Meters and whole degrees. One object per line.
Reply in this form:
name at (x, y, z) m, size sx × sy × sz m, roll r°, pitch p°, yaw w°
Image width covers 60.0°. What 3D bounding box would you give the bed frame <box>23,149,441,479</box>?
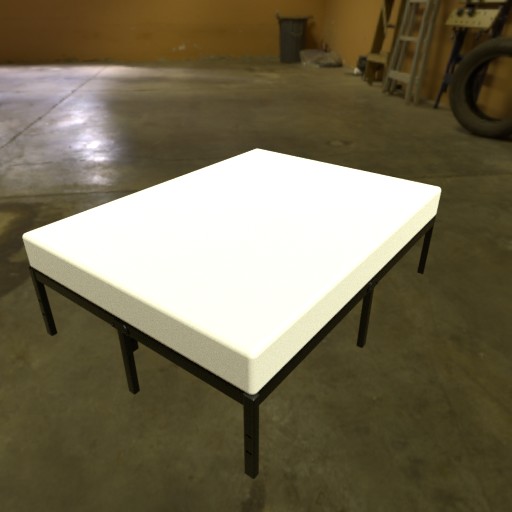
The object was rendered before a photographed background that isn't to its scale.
bed frame at (0.000, 0.000, 2.773) m, size 1.557 × 0.659 × 2.072 m, roll 20°, pitch 35°, yaw 32°
